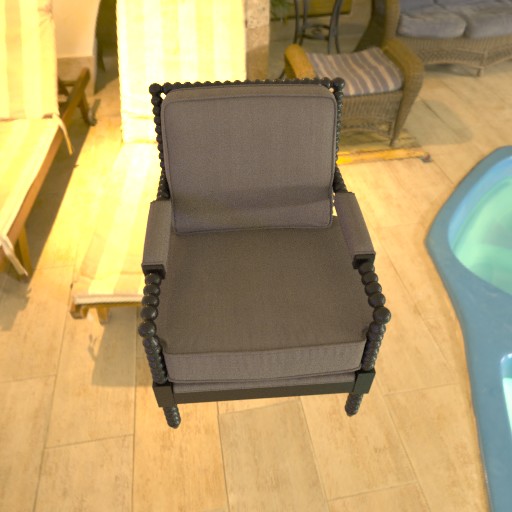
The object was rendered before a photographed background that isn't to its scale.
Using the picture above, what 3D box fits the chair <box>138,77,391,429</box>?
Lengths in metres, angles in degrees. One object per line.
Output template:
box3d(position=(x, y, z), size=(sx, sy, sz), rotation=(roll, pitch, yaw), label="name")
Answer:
box3d(position=(0.000, 0.000, 1.126), size=(0.540, 0.661, 0.622), rotation=(-3, 45, -3), label="chair")
